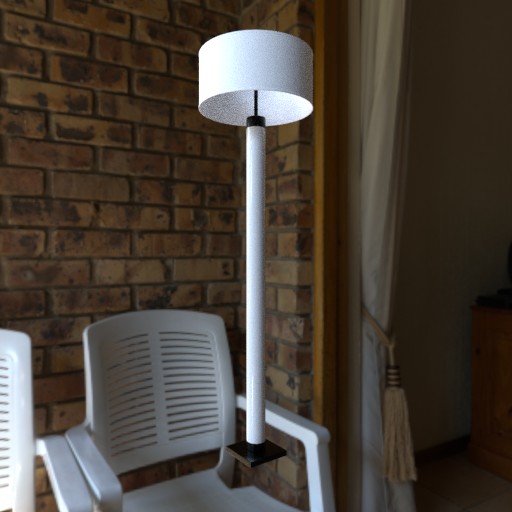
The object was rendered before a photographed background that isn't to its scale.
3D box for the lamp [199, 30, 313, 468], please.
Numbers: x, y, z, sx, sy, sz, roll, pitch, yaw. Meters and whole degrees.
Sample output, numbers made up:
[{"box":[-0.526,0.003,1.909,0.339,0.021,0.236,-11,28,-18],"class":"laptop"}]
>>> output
[{"box":[0.000,0.000,1.640,0.420,1.475,0.420,0,1,-36],"class":"lamp"}]
